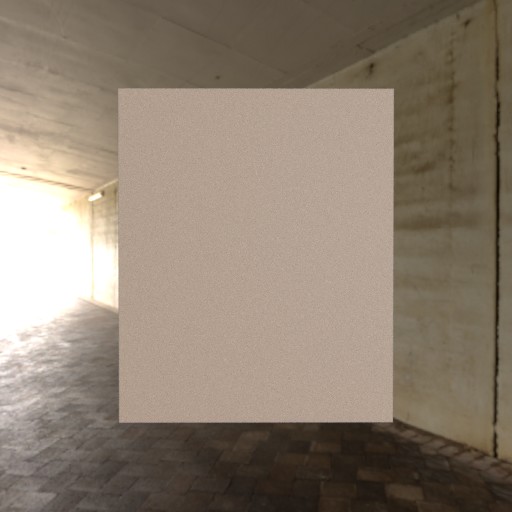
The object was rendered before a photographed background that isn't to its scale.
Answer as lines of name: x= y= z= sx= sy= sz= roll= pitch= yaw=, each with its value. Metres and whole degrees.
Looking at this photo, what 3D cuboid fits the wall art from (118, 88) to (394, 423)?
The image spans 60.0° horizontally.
wall art: x=0.000 y=0.000 z=0.747 sx=0.452 sy=0.549 sz=0.038 roll=0 pitch=1 yaw=0
